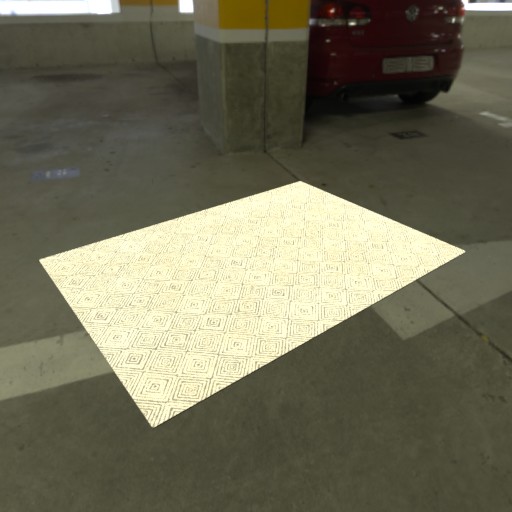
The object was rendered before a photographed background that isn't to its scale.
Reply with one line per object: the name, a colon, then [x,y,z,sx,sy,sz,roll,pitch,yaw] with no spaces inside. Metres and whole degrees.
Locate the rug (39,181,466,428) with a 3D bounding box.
rug: [0.000,0.000,2.849,2.238,0.008,1.593,-21,37,-32]
